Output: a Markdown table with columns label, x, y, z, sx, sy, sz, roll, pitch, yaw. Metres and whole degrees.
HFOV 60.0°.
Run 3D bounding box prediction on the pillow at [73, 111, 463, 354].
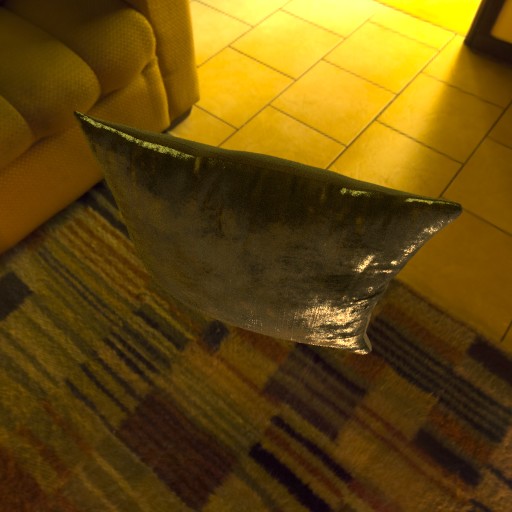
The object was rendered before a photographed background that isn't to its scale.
| label | x | y | z | sx | sy | sz | roll | pitch | yaw |
| --- | --- | --- | --- | --- | --- | --- | --- | --- | --- |
| pillow | 0.000 | 0.000 | 0.702 | 0.470 | 0.464 | 0.175 | 16 | 60 | 10 |
